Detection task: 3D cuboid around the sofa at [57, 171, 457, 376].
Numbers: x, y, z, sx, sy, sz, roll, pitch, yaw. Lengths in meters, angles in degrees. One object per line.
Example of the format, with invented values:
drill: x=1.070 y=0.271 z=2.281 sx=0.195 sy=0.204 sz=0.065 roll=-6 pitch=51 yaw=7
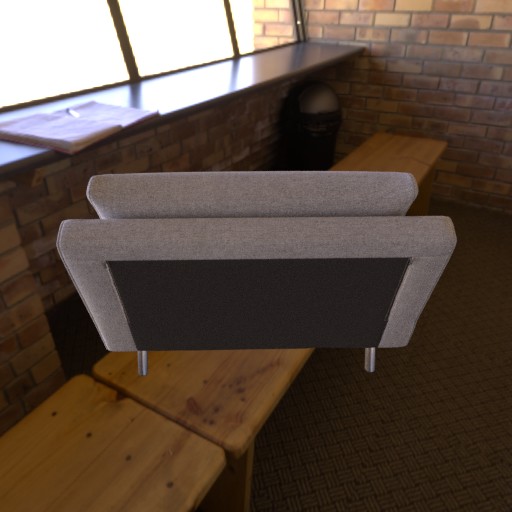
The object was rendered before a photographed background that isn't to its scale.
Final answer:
sofa: x=0.000 y=0.000 z=1.878 sx=1.220 sy=0.910 sz=0.910 roll=-1 pitch=32 yaw=-1
